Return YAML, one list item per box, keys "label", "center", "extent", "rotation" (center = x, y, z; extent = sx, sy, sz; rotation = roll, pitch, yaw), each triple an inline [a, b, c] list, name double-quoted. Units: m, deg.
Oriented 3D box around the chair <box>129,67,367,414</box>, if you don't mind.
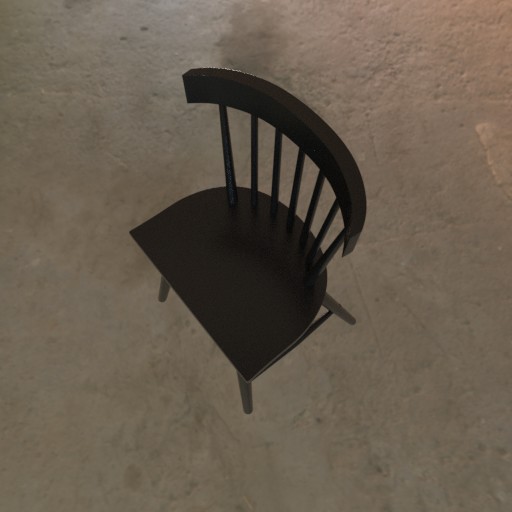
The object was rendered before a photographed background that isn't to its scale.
- label: "chair"
  center: [0.000, 0.000, 1.148]
  extent: [0.483, 0.844, 0.506]
  rotation: [-36, 69, -16]
